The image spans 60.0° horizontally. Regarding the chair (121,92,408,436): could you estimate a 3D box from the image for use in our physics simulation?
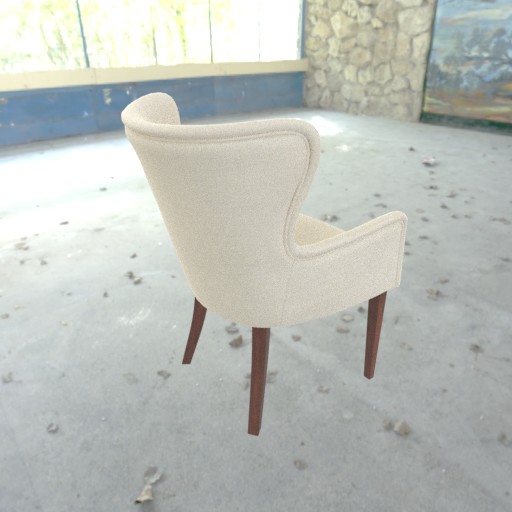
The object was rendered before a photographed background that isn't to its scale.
[{"bbox_3d":[0.000,0.000,1.469,0.744,0.990,0.696,-19,32,-33],"label":"chair"}]
